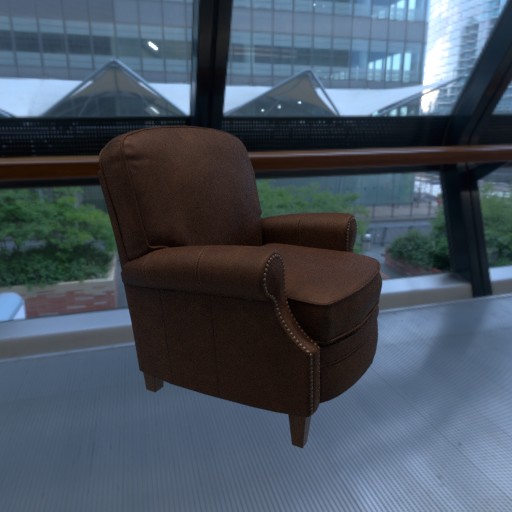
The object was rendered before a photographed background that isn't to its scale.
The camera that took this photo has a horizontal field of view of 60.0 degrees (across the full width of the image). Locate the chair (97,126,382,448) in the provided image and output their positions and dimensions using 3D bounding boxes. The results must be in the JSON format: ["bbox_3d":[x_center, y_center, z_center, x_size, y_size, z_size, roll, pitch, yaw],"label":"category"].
[{"bbox_3d":[0.000,0.000,1.789,0.986,1.018,0.936,8,16,28],"label":"chair"}]
